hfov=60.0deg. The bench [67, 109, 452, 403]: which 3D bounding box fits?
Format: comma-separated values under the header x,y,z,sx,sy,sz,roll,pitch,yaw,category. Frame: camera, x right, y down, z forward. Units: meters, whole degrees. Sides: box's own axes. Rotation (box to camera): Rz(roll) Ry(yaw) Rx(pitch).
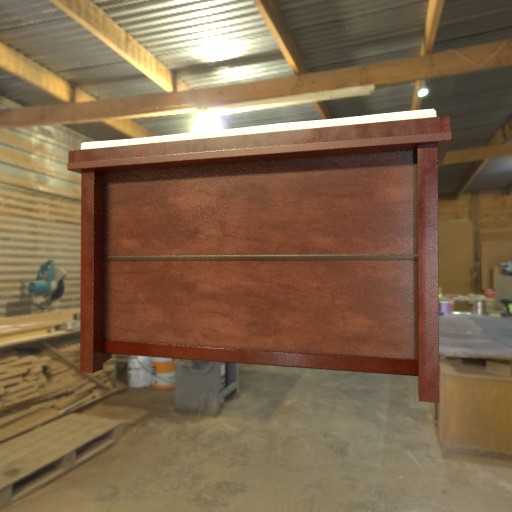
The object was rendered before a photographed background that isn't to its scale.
x,y,z,sx,sy,sz,roll,pitch,yaw,category
0.000,0.000,1.260,0.987,0.646,0.369,0,-1,18,bench
